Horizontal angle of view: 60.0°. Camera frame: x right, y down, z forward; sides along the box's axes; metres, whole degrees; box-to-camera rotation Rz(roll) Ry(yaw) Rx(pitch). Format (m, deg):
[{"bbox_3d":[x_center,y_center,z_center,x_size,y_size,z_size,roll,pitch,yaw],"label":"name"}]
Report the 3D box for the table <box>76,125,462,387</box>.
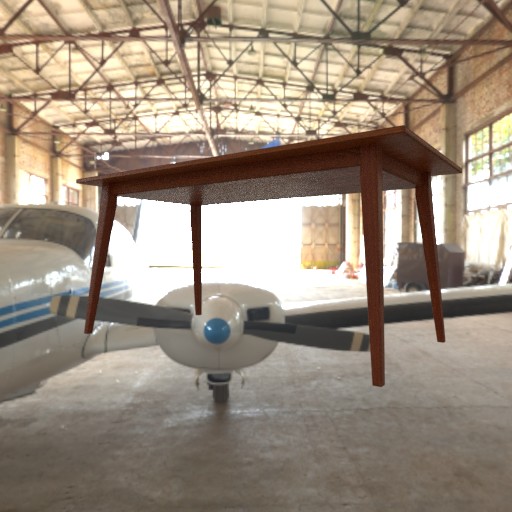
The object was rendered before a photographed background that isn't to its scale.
[{"bbox_3d":[0.000,0.000,2.052,1.609,0.755,0.811,0,1,36],"label":"table"}]
